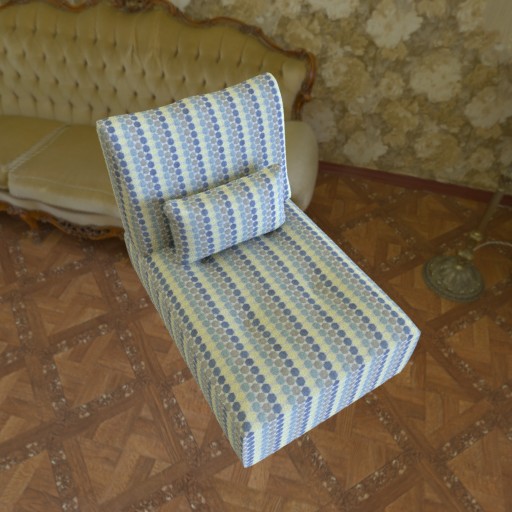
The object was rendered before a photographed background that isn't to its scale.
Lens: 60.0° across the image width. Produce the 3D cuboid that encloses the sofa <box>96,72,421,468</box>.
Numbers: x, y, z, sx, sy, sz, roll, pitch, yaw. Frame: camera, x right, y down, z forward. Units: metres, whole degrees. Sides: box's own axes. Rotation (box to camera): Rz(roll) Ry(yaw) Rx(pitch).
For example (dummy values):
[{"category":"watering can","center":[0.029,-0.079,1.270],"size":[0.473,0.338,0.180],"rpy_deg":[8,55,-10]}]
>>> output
[{"category":"sofa","center":[0.000,0.000,1.569],"size":[0.700,0.820,1.000],"rpy_deg":[-24,52,-20]}]
